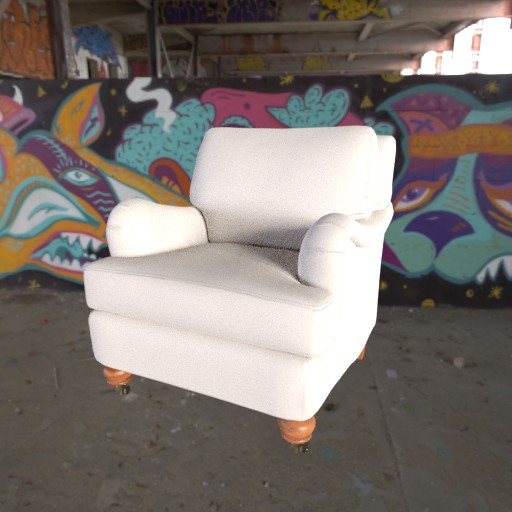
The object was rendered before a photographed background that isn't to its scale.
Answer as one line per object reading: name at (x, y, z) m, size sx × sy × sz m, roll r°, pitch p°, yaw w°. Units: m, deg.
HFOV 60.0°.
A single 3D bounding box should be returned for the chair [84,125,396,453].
chair at (0.000, 0.000, 1.832) m, size 0.955 × 1.038 × 1.070 m, roll 7°, pitch 17°, yaw 26°
